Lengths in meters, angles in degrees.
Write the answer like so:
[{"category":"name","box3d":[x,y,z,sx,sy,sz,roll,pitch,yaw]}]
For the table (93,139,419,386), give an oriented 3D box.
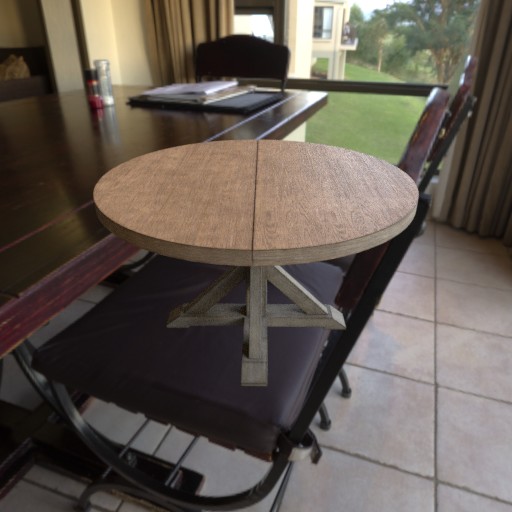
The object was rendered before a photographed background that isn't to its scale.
[{"category":"table","box3d":[0.000,0.000,2.131,1.363,0.781,1.363,0,29,0]}]
